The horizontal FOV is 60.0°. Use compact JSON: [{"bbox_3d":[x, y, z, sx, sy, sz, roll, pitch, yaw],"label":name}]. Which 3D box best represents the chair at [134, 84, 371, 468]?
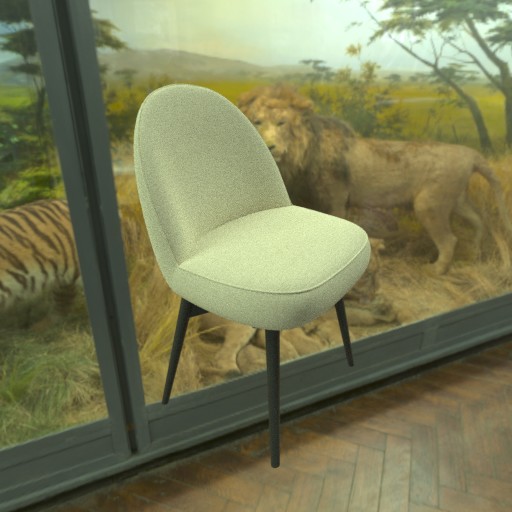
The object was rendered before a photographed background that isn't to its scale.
[{"bbox_3d":[0.000,0.000,1.185,0.540,0.838,0.532,16,30,31],"label":"chair"}]
